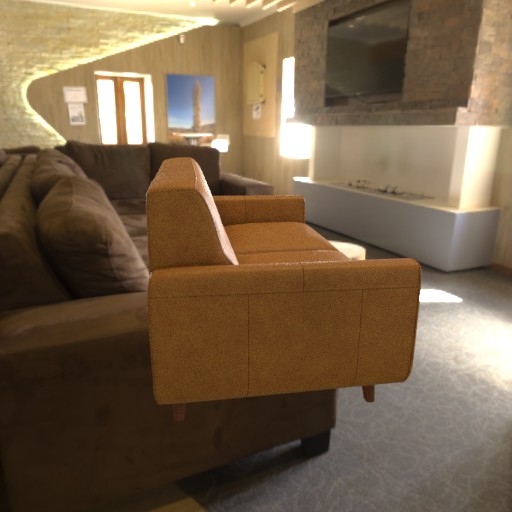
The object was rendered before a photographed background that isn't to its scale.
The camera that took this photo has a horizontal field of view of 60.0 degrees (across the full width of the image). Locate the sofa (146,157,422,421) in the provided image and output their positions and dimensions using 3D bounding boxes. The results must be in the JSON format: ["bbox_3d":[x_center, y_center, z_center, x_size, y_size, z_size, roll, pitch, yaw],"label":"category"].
[{"bbox_3d":[0.000,0.000,2.260,0.952,0.925,1.651,-3,16,-9],"label":"sofa"}]
